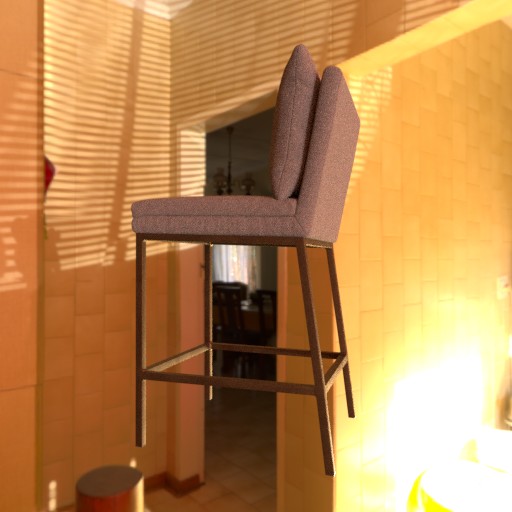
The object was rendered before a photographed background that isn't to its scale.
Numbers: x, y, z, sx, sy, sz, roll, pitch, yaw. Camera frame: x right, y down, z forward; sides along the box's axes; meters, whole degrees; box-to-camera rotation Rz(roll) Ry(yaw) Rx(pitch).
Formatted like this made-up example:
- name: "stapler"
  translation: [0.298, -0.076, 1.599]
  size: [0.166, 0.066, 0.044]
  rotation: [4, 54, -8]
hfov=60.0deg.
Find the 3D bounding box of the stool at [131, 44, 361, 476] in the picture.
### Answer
- name: "stool"
  translation: [0.000, 0.000, 1.322]
  size: [0.569, 1.031, 0.463]
  rotation: [0, 0, 19]
